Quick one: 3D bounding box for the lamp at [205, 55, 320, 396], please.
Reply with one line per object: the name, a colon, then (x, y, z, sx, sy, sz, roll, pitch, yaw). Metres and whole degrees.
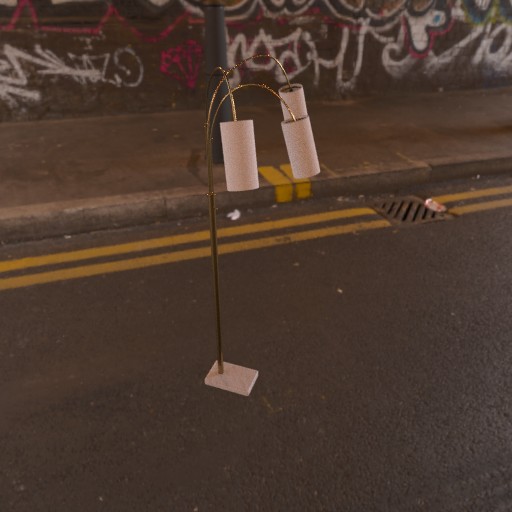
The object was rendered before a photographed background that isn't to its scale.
lamp: (0.000, 0.000, 2.534, 0.667, 2.055, 1.020, 10, 32, 17)
